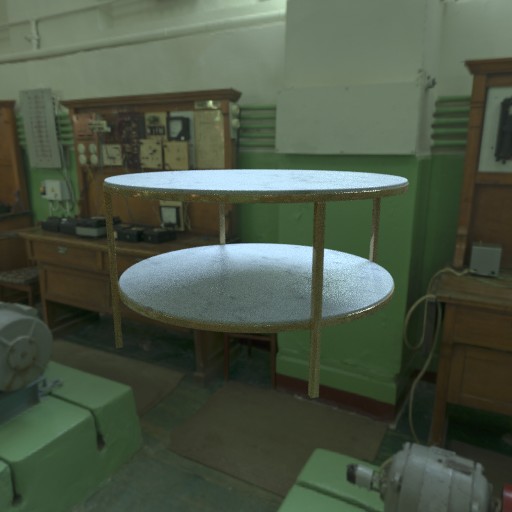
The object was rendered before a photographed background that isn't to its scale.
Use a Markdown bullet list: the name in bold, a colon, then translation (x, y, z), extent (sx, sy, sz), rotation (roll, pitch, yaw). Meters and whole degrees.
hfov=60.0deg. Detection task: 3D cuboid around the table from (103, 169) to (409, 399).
- **table**: translation (0.000, 0.000, 1.274), extent (0.800, 0.450, 0.800), rotation (0, 14, 0)
